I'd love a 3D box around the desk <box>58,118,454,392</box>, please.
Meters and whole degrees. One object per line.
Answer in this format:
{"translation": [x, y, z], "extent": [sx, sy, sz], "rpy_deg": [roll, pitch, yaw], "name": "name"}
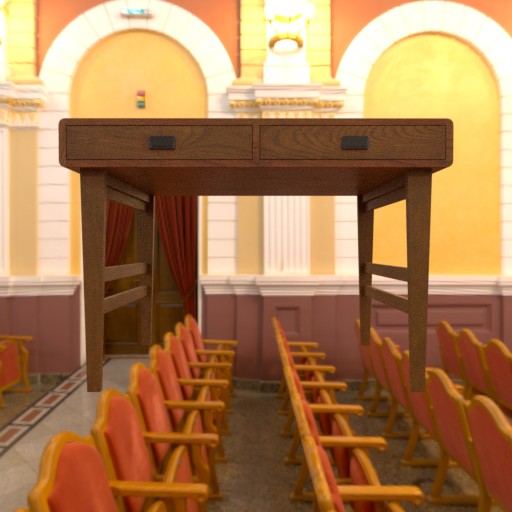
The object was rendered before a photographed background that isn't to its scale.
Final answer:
{"translation": [0.000, 0.000, 1.526], "extent": [1.066, 0.754, 0.660], "rpy_deg": [0, 1, 0], "name": "desk"}
